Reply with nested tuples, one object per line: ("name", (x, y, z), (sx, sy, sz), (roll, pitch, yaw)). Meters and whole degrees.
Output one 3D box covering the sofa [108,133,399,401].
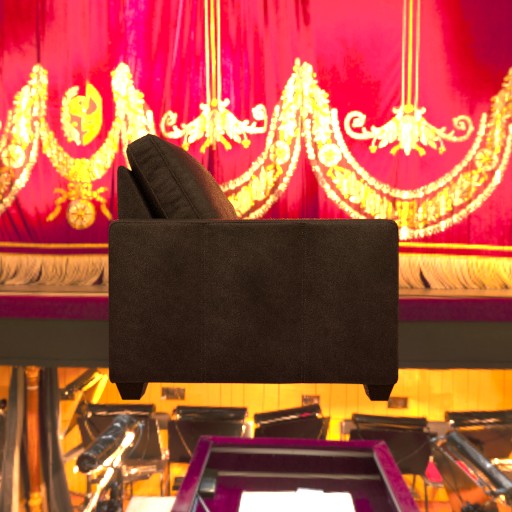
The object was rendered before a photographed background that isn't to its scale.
("sofa", (0.000, 0.000, 2.258), (0.939, 0.916, 1.732), (0, 1, 1))
